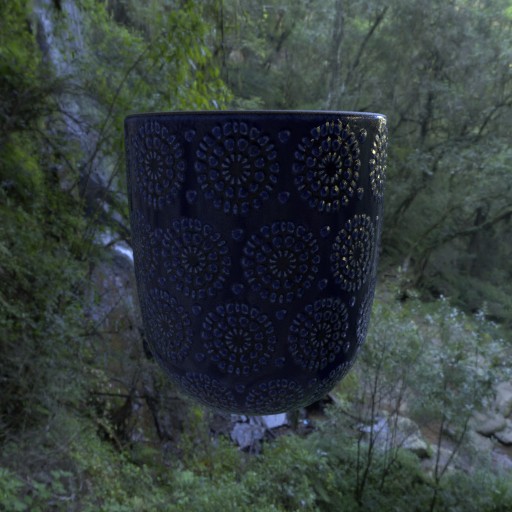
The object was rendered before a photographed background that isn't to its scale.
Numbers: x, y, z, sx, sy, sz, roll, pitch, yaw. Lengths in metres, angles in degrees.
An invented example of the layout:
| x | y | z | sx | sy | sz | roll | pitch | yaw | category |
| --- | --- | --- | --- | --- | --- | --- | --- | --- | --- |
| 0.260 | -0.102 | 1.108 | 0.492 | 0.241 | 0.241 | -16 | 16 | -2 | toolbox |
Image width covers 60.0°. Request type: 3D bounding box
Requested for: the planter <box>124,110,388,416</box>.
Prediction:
| x | y | z | sx | sy | sz | roll | pitch | yaw | category |
| --- | --- | --- | --- | --- | --- | --- | --- | --- | --- |
| 0.000 | 0.000 | 0.343 | 0.184 | 0.206 | 0.184 | 0 | 15 | 0 | planter |
